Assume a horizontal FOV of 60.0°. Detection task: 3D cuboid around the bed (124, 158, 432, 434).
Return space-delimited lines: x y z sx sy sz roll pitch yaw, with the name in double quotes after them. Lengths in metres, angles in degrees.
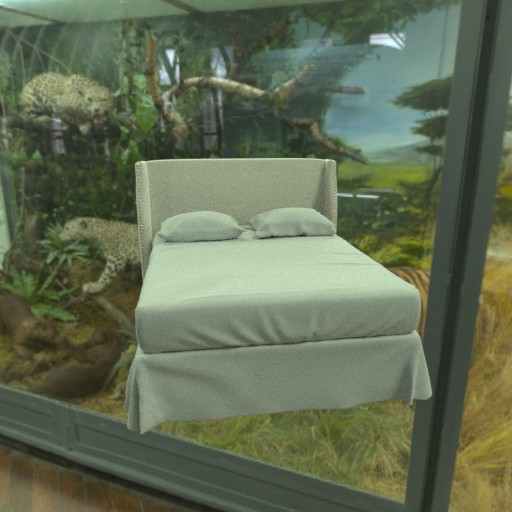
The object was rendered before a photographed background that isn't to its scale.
0.000 0.000 3.403 1.925 1.332 2.276 -3 16 -9 "bed"
